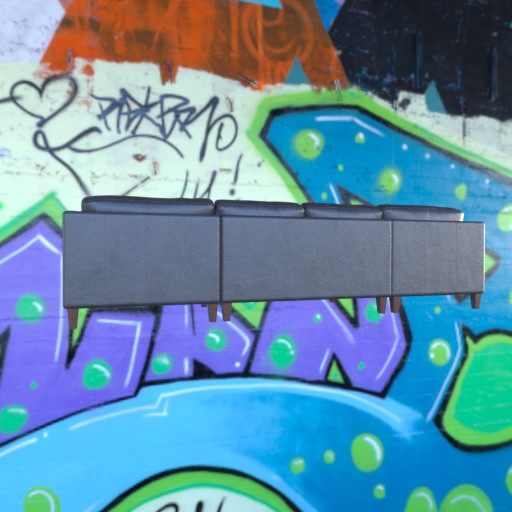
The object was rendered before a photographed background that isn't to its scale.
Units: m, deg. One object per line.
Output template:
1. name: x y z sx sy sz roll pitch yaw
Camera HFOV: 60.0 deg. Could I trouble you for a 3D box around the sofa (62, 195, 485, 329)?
1. sofa: 0.000 0.000 4.428 3.324 0.891 2.452 0 1 -18
